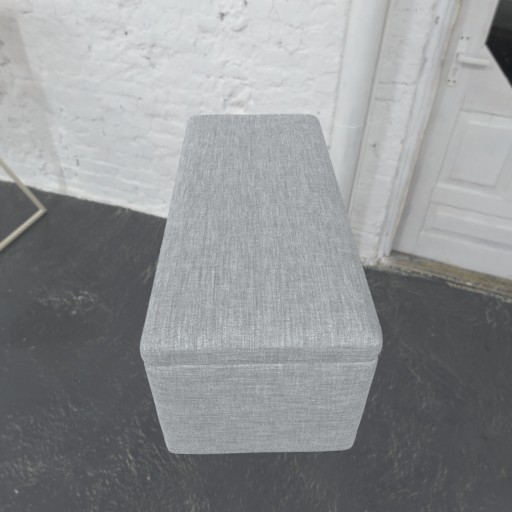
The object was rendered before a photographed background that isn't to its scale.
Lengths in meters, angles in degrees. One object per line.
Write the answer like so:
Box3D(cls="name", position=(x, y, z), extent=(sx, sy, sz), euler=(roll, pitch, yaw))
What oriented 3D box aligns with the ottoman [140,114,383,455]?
Box3D(cls="ottoman", position=(0.000, 0.000, 1.163), extent=(0.419, 0.432, 0.902), euler=(-1, 41, -1))
